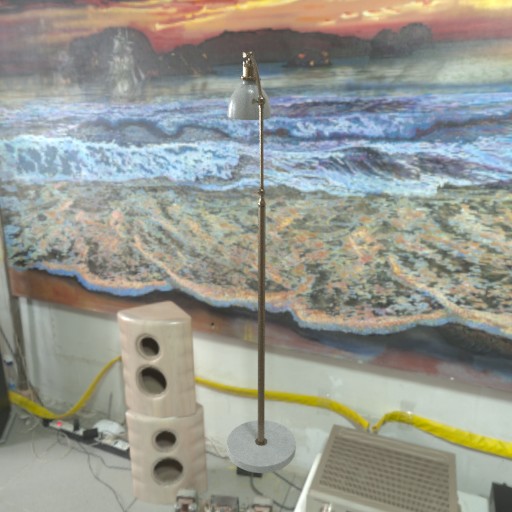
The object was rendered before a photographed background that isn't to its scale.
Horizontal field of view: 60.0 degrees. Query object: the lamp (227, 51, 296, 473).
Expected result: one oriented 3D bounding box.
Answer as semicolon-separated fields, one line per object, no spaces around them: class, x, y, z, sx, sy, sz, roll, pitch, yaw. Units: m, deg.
lamp;0.000;0.000;1.800;0.288;1.586;0.599;-2;15;-8
